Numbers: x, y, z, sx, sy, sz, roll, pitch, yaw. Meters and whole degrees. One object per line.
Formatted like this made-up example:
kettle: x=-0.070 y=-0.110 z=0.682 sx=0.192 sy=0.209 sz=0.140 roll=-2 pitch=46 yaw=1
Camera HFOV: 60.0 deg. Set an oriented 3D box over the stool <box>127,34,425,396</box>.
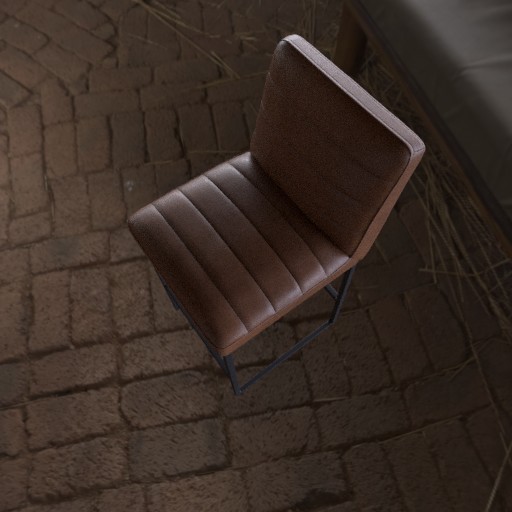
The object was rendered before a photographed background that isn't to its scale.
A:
stool: x=0.000 y=0.000 z=1.335 sx=0.556 sy=1.040 sz=0.458 roll=-34 pitch=68 yaw=-16
